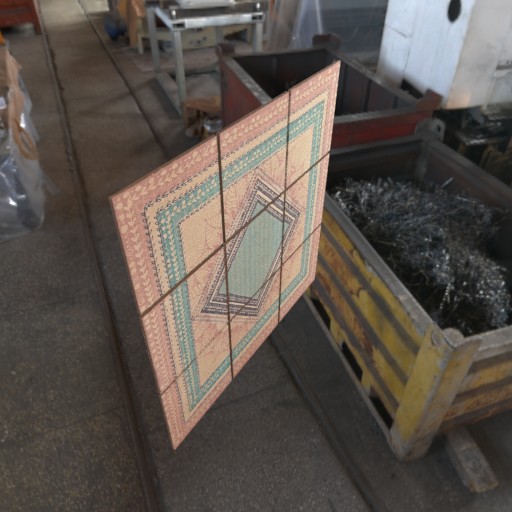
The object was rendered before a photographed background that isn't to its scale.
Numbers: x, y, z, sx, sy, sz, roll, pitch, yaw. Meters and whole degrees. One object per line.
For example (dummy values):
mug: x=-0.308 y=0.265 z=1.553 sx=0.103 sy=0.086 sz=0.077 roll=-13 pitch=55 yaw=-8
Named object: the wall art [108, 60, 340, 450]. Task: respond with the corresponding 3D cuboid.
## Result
wall art: x=0.000 y=0.000 z=2.260 sx=0.014 sy=1.525 sz=1.527 roll=23 pitch=46 yaw=25
